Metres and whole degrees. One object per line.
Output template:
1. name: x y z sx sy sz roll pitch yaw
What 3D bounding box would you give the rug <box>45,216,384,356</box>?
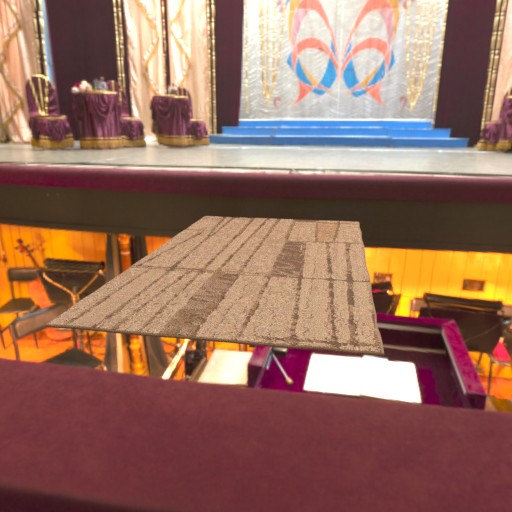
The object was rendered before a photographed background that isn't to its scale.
1. rug: 0.000 0.000 1.054 0.515 0.007 0.867 3 17 10
